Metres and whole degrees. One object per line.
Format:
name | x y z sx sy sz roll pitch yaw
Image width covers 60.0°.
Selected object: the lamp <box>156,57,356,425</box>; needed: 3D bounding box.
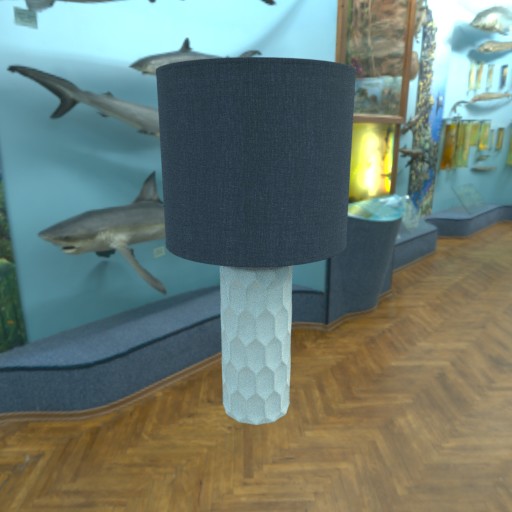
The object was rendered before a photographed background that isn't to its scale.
lamp | 0.000 0.000 0.697 0.277 0.537 0.277 -15 22 -43
